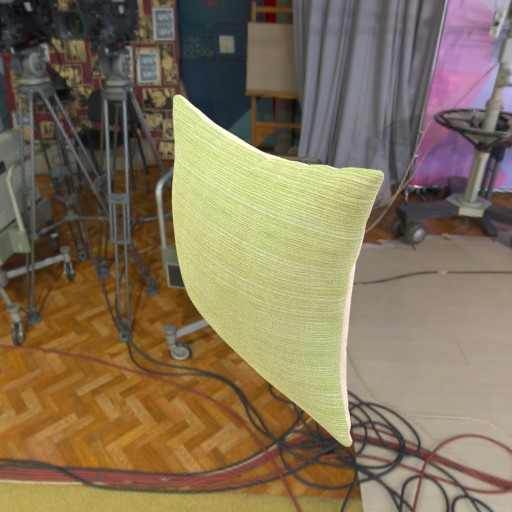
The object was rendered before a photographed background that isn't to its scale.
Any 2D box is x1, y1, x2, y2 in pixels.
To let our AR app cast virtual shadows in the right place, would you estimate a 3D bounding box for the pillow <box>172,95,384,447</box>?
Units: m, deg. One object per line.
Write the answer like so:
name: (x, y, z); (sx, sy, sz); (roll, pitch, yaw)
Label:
pillow: (0.000, 0.000, 0.820); (0.229, 0.487, 0.560); (-21, 37, -29)
